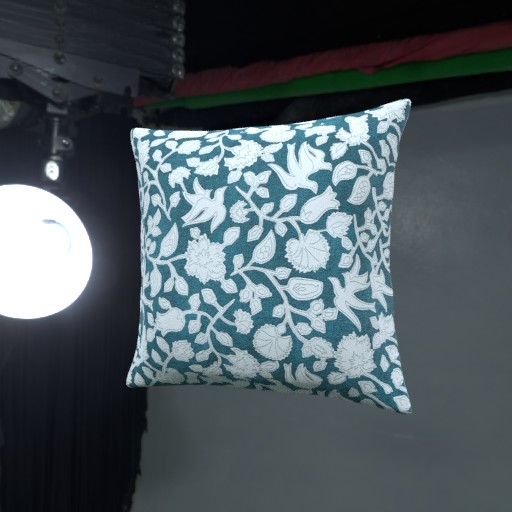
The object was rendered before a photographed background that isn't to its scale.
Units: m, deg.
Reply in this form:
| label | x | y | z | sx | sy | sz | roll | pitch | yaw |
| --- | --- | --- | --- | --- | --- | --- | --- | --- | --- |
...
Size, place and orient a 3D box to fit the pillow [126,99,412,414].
| label | x | y | z | sx | sy | sz | roll | pitch | yaw |
| --- | --- | --- | --- | --- | --- | --- | --- | --- | --- |
| pillow | 0.000 | 0.000 | 0.792 | 0.525 | 0.508 | 0.166 | 0 | -1 | 18 |
